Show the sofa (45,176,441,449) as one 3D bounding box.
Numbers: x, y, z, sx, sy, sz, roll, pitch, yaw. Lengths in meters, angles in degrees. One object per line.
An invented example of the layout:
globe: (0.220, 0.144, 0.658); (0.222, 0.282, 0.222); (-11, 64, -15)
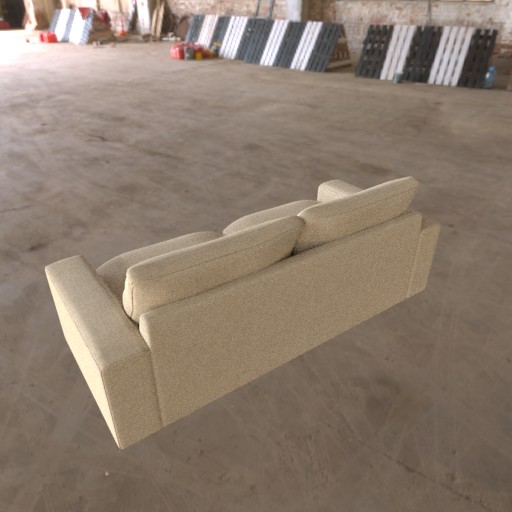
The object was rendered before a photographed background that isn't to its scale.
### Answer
sofa: (0.000, 0.000, 2.806); (2.299, 0.922, 1.040); (-20, 37, -29)
